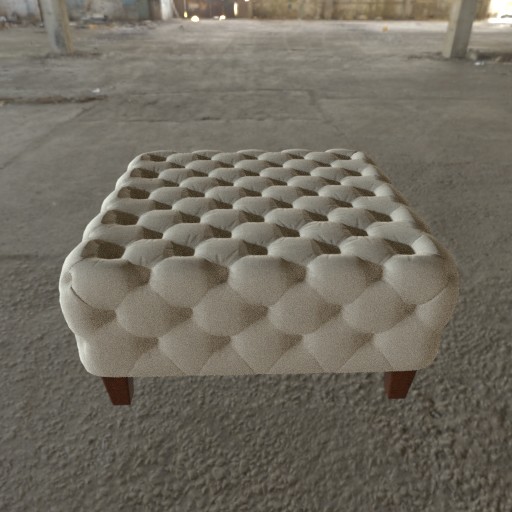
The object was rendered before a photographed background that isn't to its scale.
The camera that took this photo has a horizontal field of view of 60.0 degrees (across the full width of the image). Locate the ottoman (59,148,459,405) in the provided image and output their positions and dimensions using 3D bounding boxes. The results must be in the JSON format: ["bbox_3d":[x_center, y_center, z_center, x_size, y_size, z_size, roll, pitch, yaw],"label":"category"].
[{"bbox_3d":[0.000,0.000,1.179,0.755,0.376,0.753,-1,30,-1],"label":"ottoman"}]
